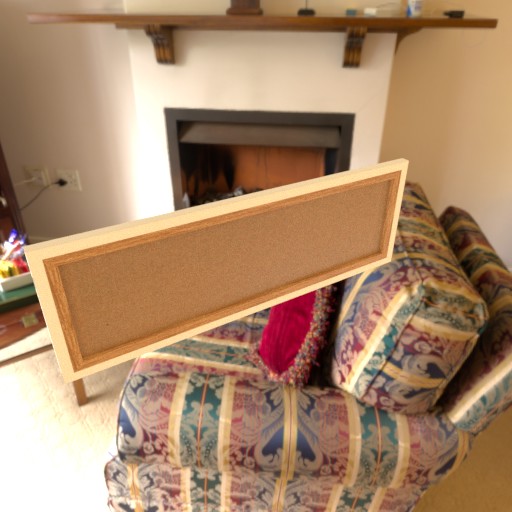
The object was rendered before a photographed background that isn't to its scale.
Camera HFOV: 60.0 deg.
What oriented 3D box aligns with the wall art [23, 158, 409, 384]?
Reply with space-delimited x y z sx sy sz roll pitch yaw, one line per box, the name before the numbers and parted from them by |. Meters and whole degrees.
wall art | 0.000 0.000 1.708 1.520 0.507 0.044 -17 34 -27
